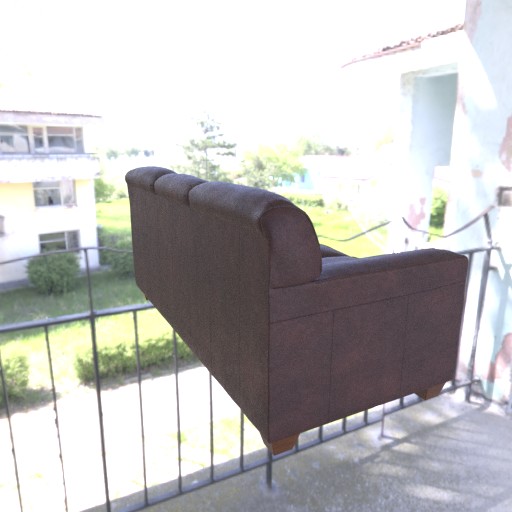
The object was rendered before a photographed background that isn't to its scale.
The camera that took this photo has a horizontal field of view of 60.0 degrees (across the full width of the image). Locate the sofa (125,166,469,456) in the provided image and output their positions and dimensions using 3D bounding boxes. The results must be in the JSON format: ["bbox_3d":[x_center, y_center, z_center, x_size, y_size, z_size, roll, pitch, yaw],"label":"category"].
[{"bbox_3d":[0.000,0.000,2.502,1.008,0.953,2.039,-7,16,-27],"label":"sofa"}]
